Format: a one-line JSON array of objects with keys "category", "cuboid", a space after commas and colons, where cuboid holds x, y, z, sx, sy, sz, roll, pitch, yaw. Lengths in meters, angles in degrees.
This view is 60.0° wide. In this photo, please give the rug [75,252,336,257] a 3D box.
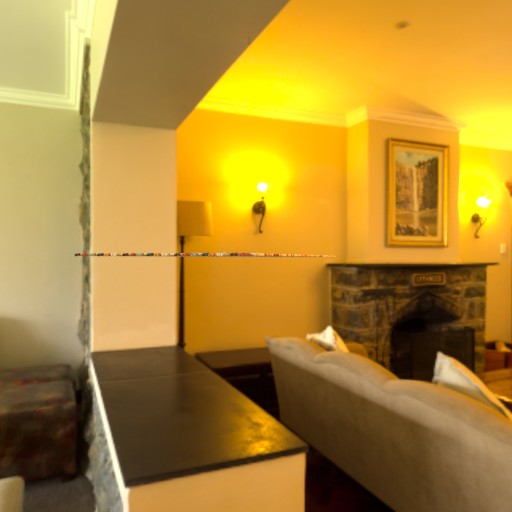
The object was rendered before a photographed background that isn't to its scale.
[{"category": "rug", "cuboid": [0.000, 0.000, 2.993, 0.763, 0.015, 2.682, 0, 0, 17]}]
